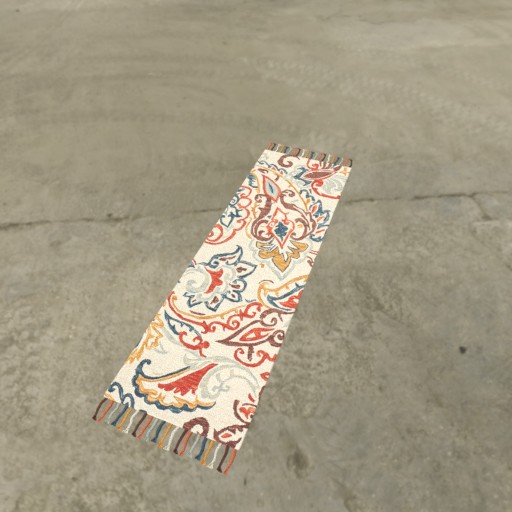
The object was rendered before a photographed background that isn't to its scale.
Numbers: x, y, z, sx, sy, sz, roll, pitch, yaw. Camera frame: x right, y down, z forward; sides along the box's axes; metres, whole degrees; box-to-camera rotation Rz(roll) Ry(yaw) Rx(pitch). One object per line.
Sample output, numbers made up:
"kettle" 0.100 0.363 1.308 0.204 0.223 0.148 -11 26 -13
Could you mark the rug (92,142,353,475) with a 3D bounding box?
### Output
"rug" 0.000 0.000 2.986 0.763 0.015 2.682 16 49 14
